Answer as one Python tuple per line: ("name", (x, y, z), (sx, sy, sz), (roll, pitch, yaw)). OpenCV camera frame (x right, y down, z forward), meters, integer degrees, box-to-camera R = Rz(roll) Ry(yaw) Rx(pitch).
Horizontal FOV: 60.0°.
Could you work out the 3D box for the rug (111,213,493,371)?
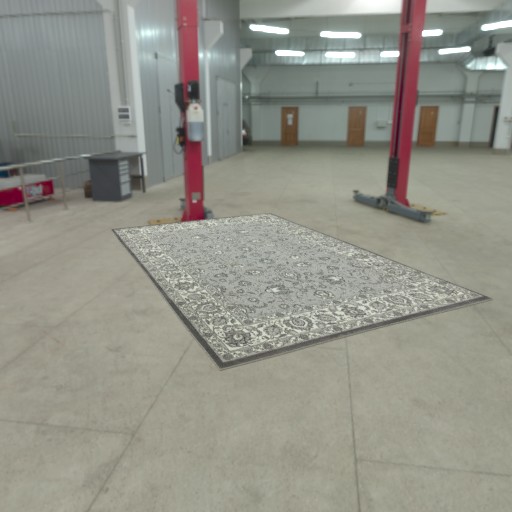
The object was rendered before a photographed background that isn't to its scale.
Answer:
("rug", (0.000, 0.000, 2.998), (1.524, 0.011, 2.438), (-8, 19, -25))
